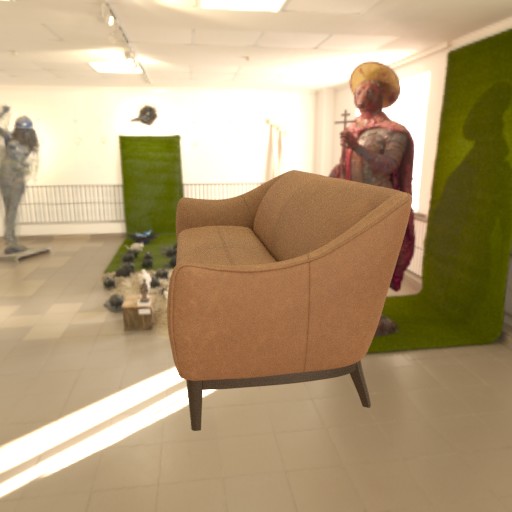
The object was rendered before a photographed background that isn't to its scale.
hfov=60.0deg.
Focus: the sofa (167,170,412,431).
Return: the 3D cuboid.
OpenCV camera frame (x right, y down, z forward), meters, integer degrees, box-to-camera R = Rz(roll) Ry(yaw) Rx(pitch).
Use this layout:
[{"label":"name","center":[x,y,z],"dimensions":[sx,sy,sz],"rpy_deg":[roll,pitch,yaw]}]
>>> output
[{"label":"sofa","center":[0.000,0.000,2.367],"dimensions":[0.869,0.830,1.928],"rpy_deg":[-2,14,-9]}]
